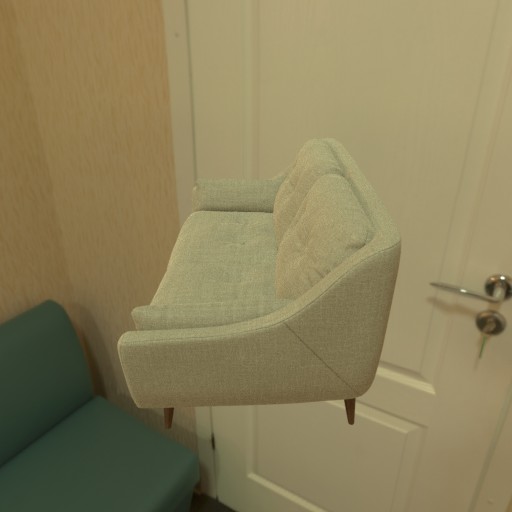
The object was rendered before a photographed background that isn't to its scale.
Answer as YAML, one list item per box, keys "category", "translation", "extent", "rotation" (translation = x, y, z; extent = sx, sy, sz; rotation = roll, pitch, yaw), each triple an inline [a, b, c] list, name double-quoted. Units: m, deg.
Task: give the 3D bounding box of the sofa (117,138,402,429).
- category: "sofa"
  translation: [0.000, 0.000, 2.195]
  extent: [0.965, 0.888, 1.652]
  rotation: [1, 27, 1]
